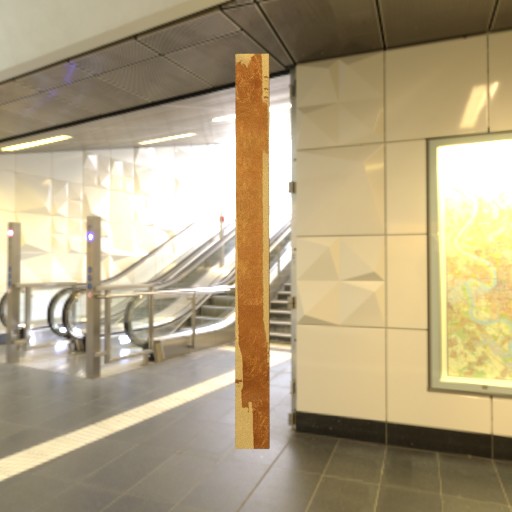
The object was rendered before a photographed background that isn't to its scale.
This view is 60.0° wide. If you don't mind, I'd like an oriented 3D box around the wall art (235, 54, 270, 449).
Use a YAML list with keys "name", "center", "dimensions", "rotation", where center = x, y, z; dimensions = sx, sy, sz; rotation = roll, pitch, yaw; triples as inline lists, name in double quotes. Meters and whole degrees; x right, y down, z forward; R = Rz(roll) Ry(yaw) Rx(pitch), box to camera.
- name: "wall art"
  center: [0.000, 0.000, 0.758]
  dimensions: [0.035, 0.405, 0.609]
  rotation: [0, -1, 1]
